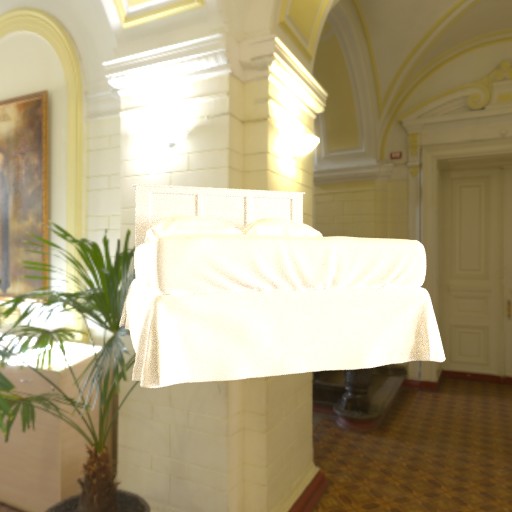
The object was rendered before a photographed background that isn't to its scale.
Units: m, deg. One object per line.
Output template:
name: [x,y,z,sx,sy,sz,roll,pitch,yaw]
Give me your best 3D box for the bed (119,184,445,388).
bed: [0.000,0.000,3.257,1.876,1.269,2.047,0,0,-18]
